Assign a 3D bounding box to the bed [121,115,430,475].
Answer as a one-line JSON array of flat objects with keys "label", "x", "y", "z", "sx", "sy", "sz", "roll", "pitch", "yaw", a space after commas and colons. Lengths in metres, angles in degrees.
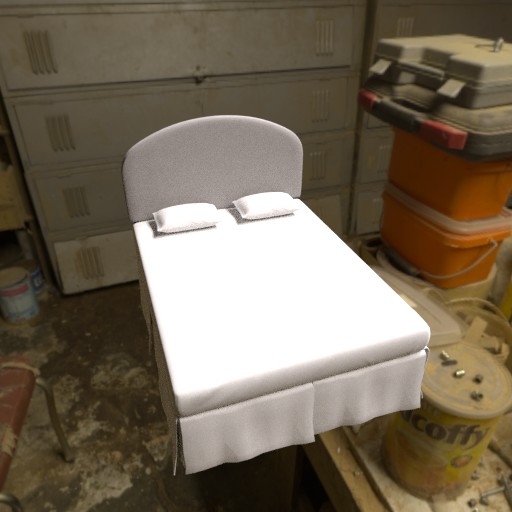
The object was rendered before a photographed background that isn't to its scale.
[{"label": "bed", "x": 0.000, "y": 0.000, "z": 3.025, "sx": 1.607, "sy": 1.410, "sz": 2.005, "roll": -10, "pitch": 33, "yaw": -16}]
